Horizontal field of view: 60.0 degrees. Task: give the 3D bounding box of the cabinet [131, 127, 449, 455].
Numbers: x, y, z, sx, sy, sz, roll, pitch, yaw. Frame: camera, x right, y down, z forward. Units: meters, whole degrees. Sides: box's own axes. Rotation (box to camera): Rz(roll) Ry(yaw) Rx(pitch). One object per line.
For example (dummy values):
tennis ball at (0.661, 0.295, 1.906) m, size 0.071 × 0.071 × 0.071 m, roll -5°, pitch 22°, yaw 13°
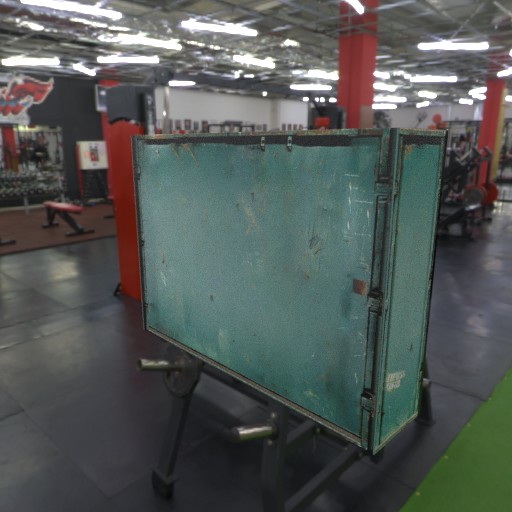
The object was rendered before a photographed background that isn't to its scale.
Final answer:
cabinet at (0.000, 0.000, 4.045) m, size 0.680 × 2.160 × 3.001 m, roll -14°, pitch 19°, yaw -43°
